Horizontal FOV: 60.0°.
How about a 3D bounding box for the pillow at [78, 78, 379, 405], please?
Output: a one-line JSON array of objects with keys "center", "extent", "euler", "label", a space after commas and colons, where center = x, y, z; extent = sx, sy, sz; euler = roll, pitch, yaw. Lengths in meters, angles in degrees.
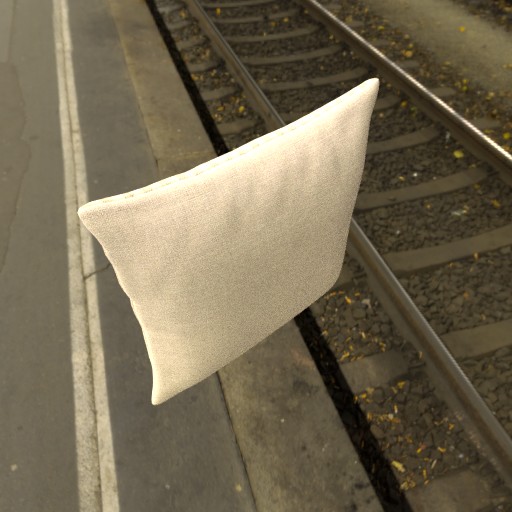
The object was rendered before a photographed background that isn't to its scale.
[{"center": [0.000, 0.000, 0.795], "extent": [0.523, 0.510, 0.166], "euler": [-31, 54, -26], "label": "pillow"}]
